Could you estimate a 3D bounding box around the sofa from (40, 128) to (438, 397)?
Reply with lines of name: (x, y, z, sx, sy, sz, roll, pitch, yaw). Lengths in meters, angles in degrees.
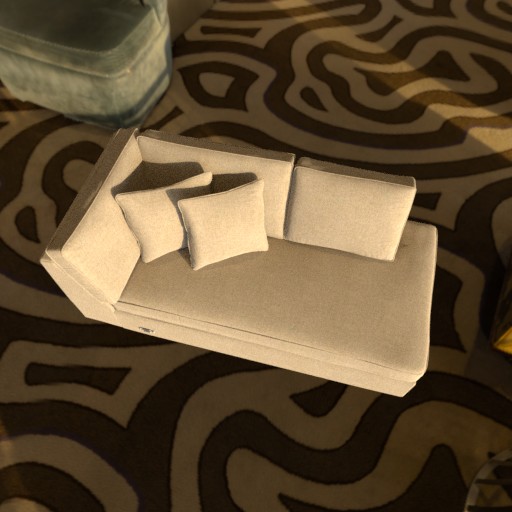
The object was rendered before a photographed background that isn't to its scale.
sofa: (0.000, 0.000, 2.824, 2.238, 1.019, 1.110, 12, 59, 7)
